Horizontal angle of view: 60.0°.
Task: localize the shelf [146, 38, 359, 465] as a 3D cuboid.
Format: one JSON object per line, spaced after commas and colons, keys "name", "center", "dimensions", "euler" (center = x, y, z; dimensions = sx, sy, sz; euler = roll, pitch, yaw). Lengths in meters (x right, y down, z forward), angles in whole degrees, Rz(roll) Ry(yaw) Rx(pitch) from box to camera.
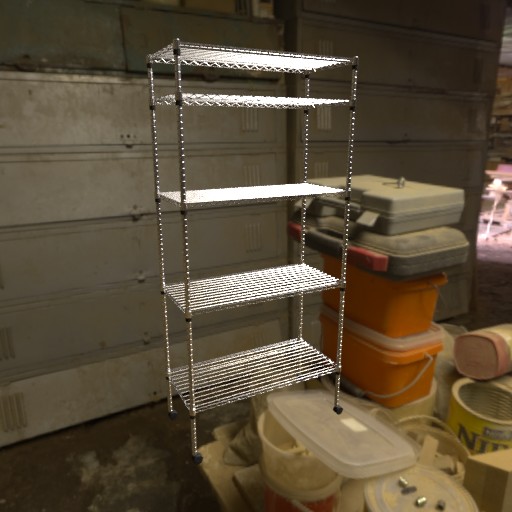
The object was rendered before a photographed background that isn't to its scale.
{"name": "shelf", "center": [0.000, 0.000, 1.908], "dimensions": [0.762, 1.587, 0.356], "euler": [-8, 17, -27]}
